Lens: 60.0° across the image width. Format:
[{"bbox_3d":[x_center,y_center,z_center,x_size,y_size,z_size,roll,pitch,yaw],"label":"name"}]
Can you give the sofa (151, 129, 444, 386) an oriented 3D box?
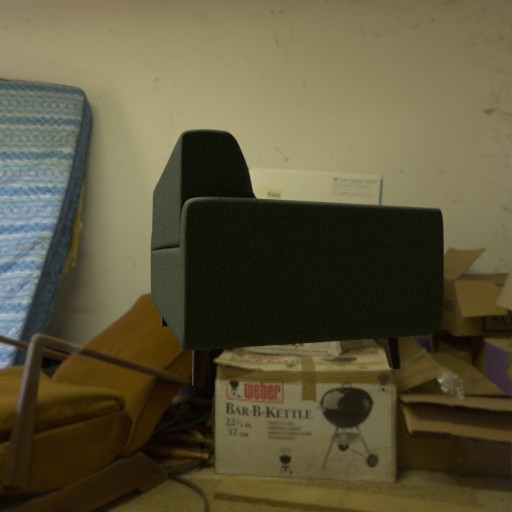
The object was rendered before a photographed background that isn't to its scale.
[{"bbox_3d":[0.000,0.000,2.160,0.909,0.841,1.631,0,0,-17],"label":"sofa"}]
